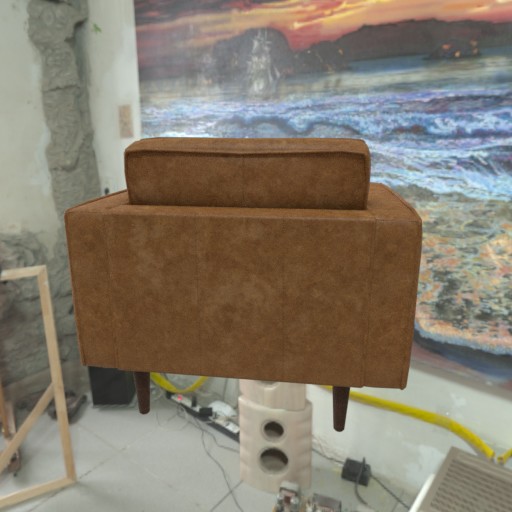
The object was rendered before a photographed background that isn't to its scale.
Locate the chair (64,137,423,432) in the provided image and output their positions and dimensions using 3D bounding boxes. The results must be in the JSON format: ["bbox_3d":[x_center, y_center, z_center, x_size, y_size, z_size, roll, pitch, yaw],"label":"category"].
[{"bbox_3d":[0.000,0.000,1.474,0.928,0.767,0.798,2,16,8],"label":"chair"}]
